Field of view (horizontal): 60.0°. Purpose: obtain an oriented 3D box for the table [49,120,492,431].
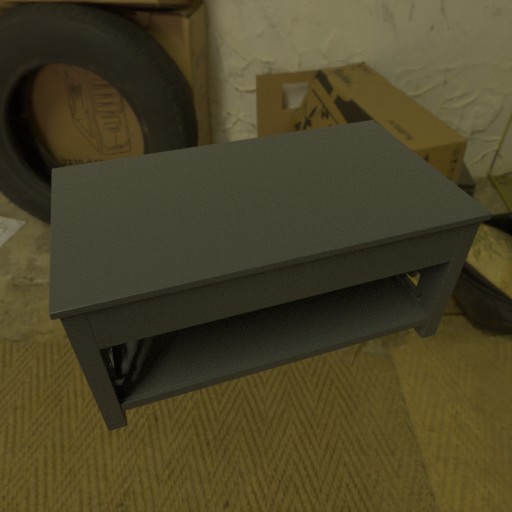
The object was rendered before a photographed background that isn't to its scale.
[{"bbox_3d":[0.000,0.000,1.382,1.068,0.493,0.612,-12,42,-14],"label":"table"}]
